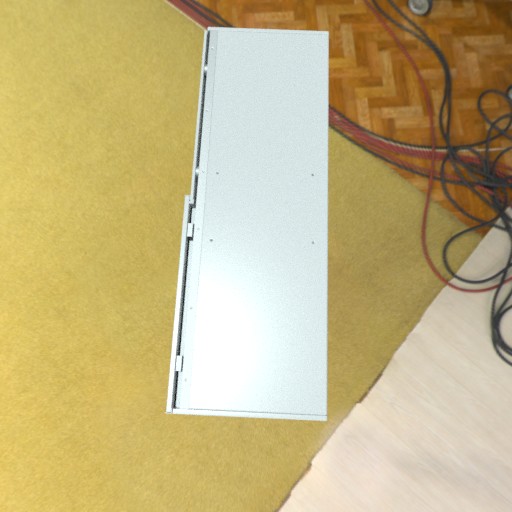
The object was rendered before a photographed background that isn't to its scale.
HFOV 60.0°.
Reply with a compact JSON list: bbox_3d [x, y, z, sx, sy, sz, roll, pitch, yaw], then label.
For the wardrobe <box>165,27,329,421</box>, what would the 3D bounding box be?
[{"bbox_3d":[0.000,0.000,2.875,0.629,1.960,1.780,2,76,1],"label":"wardrobe"}]
